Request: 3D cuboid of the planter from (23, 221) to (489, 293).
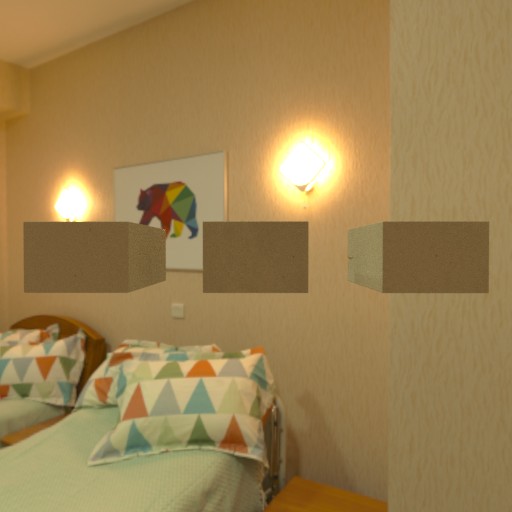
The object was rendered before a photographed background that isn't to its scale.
[{"bbox_3d":[0.000,0.000,0.380,0.333,0.051,0.127,0,1,1],"label":"planter"}]
